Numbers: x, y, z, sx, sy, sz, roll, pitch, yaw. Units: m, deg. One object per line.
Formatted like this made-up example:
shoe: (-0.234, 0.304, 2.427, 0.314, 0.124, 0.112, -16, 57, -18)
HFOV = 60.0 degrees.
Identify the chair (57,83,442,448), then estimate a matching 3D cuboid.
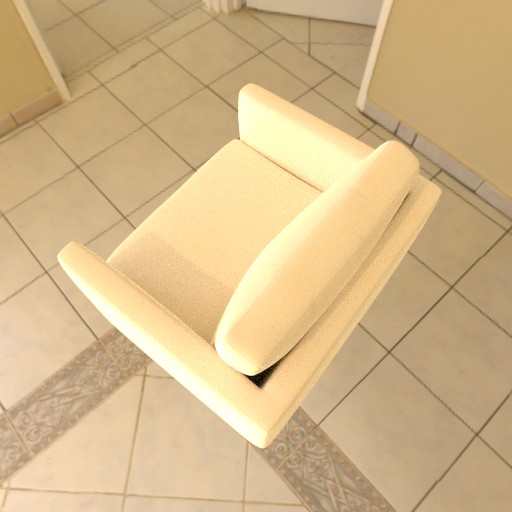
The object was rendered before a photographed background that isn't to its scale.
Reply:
chair: (0.000, 0.000, 1.666, 0.878, 0.885, 1.019, 35, 68, 16)
